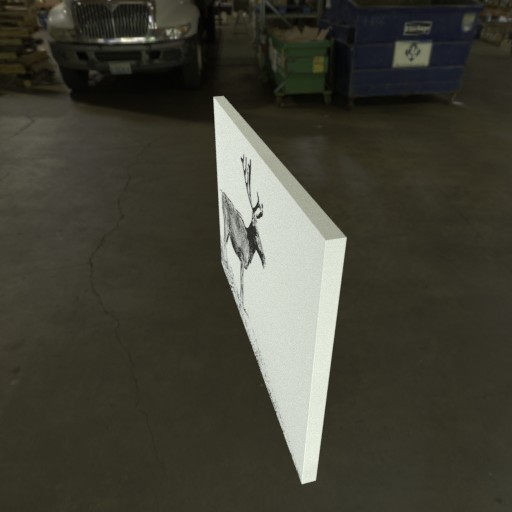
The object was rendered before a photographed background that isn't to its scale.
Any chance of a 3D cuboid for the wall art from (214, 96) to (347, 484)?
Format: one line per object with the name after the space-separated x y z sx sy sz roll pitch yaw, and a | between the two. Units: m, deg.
0.000 0.000 1.173 0.033 0.617 0.906 -8 33 -12 | wall art
